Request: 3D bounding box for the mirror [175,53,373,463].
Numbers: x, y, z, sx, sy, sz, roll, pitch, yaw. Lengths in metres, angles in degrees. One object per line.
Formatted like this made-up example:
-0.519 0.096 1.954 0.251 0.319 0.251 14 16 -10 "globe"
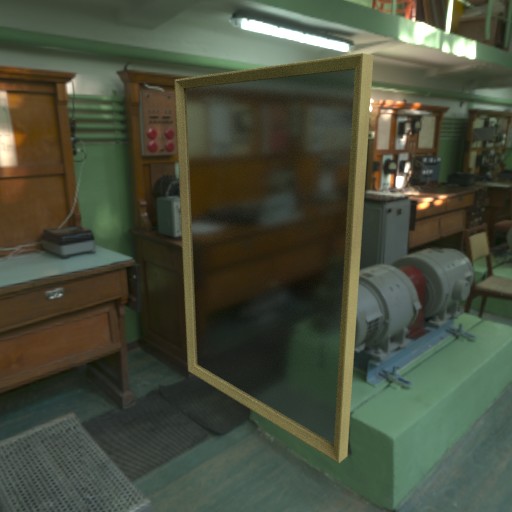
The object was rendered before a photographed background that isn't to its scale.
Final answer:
0.000 0.000 1.171 0.041 0.915 0.609 -15 21 -43 "mirror"
